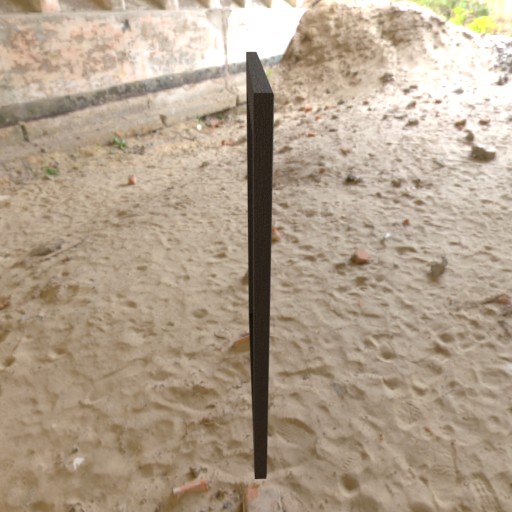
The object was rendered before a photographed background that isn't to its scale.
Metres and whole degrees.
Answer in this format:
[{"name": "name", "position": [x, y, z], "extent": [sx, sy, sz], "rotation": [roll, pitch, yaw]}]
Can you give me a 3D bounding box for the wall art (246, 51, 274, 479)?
[{"name": "wall art", "position": [0.000, 0.000, 0.648], "extent": [0.017, 0.513, 0.359], "rotation": [-1, 30, -2]}]
